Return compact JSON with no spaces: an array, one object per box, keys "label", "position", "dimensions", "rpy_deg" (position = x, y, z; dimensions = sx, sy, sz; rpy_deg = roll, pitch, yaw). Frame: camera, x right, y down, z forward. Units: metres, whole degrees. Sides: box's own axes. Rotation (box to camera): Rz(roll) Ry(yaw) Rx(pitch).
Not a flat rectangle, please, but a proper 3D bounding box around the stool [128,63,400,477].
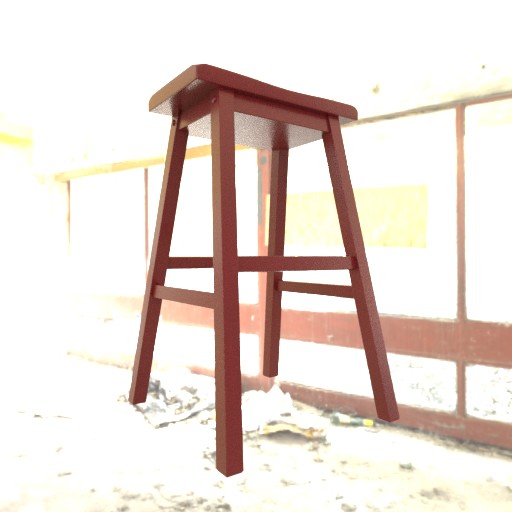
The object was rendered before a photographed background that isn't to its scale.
[{"label":"stool","position":[0.000,0.000,1.060],"dimensions":[0.457,0.737,0.476],"rpy_deg":[0,0,-35]}]
